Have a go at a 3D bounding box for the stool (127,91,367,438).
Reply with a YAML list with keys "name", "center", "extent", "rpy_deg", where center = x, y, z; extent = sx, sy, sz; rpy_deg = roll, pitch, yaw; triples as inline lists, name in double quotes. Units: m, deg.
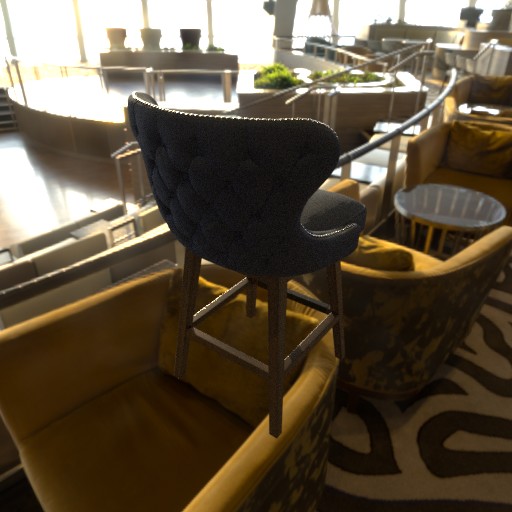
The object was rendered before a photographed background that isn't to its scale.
- name: "stool"
  center: [0.000, 0.000, 1.377]
  extent: [0.615, 0.972, 0.597]
  rpy_deg: [20, 36, 31]
